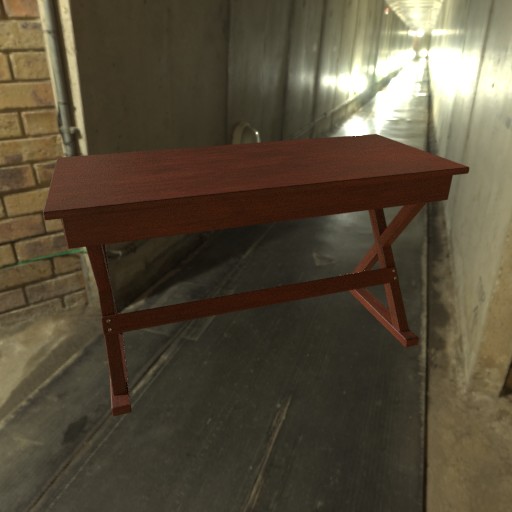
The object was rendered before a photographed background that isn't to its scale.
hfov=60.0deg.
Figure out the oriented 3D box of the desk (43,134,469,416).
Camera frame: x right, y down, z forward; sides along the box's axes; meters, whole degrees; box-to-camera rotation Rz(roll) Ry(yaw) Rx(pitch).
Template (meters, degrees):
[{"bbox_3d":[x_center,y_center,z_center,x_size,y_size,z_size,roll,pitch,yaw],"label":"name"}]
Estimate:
[{"bbox_3d":[0.000,0.000,1.775,1.372,0.761,0.600,-9,28,-16],"label":"desk"}]
